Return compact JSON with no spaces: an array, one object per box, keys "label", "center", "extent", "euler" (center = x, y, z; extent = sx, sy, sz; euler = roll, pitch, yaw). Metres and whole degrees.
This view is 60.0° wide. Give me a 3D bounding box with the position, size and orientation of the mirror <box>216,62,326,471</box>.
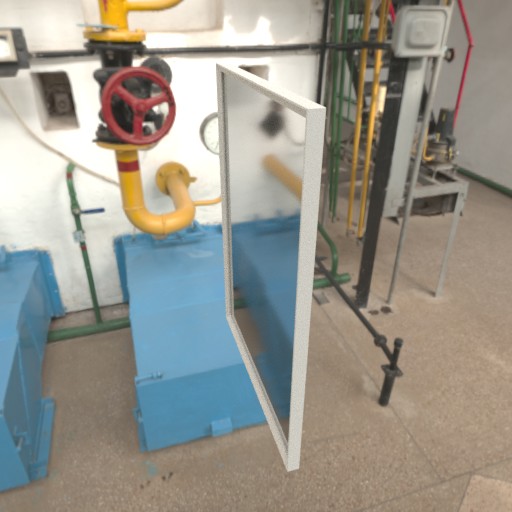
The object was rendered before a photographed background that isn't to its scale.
[{"label":"mirror","center":[0.000,0.000,1.355],"extent":[0.041,1.016,0.762],"euler":[-8,31,-15]}]
